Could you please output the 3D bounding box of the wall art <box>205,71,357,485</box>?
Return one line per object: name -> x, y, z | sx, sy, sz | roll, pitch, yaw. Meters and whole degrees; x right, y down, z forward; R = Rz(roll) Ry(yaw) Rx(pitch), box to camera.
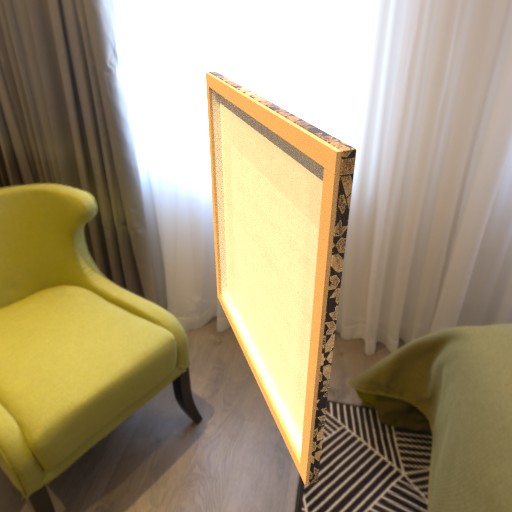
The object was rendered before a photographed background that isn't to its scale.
wall art -> 0.000, 0.000, 1.331 | 0.038, 0.914, 0.914 | -10, 32, -16
